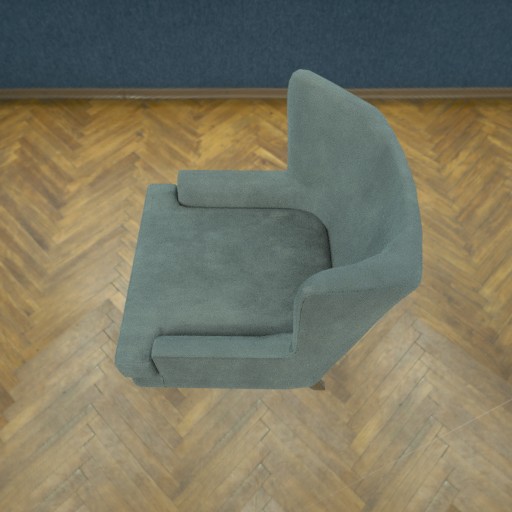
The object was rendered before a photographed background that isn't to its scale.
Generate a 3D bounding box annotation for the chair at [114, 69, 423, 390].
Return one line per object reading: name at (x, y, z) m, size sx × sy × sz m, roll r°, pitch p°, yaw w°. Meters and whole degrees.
chair at (0.000, 0.000, 1.557) m, size 0.906 × 0.950 × 0.784 m, roll 1°, pitch 58°, yaw 0°
